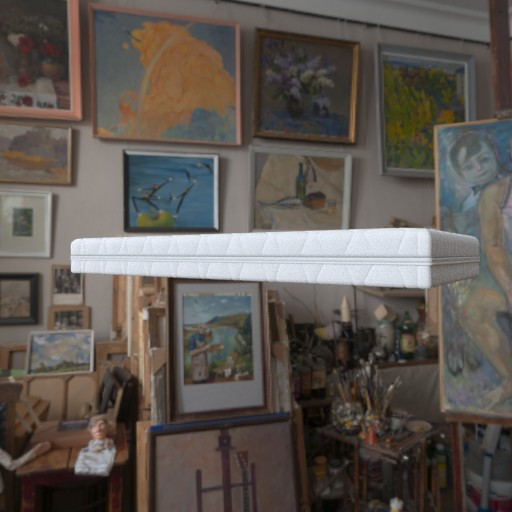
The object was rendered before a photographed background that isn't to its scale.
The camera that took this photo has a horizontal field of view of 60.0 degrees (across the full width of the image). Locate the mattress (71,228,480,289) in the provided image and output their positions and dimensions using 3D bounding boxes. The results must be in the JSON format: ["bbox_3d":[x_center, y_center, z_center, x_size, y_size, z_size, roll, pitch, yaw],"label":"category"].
[{"bbox_3d":[0.000,0.000,2.340,2.000,0.200,0.900,0,0,36],"label":"mattress"}]
